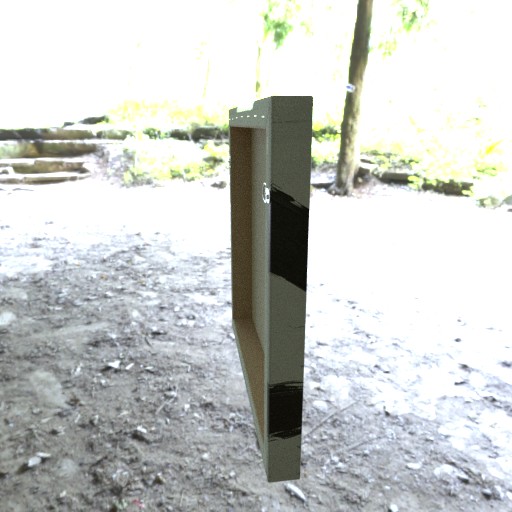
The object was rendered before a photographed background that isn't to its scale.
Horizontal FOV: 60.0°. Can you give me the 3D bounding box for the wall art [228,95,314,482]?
[{"bbox_3d":[0.000,0.000,0.783,0.050,0.508,0.507,-2,17,-8],"label":"wall art"}]
